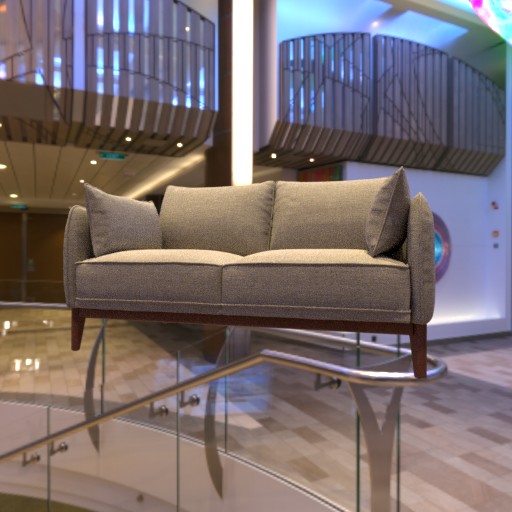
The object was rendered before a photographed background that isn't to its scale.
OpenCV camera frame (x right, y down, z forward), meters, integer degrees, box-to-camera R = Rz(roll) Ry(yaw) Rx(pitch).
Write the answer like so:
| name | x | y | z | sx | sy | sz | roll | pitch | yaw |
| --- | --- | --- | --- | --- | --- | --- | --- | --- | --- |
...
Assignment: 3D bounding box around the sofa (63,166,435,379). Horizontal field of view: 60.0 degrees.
| name | x | y | z | sx | sy | sz | roll | pitch | yaw |
| --- | --- | --- | --- | --- | --- | --- | --- | --- | --- |
| sofa | 0.000 | 0.000 | 2.140 | 1.580 | 0.851 | 0.972 | 0 | 0 | 18 |
